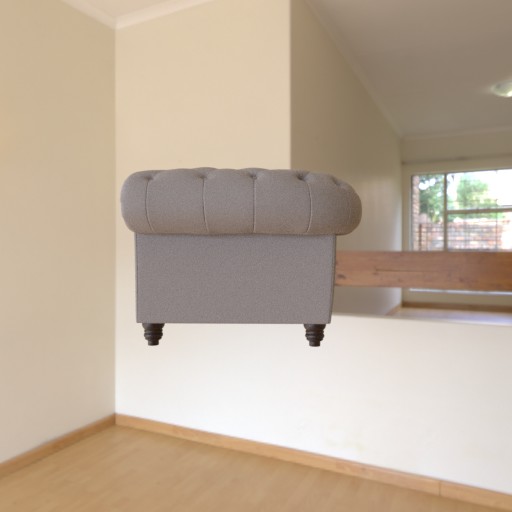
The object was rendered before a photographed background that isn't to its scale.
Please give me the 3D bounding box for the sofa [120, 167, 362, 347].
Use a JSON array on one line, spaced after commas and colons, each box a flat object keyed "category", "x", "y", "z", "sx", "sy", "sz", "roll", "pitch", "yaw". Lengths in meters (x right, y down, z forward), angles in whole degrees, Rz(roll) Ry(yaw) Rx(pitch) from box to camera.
[{"category": "sofa", "x": 0.000, "y": 0.000, "z": 2.849, "sx": 0.991, "sy": 0.749, "sz": 2.411, "roll": 0, "pitch": 1, "yaw": 2}]
